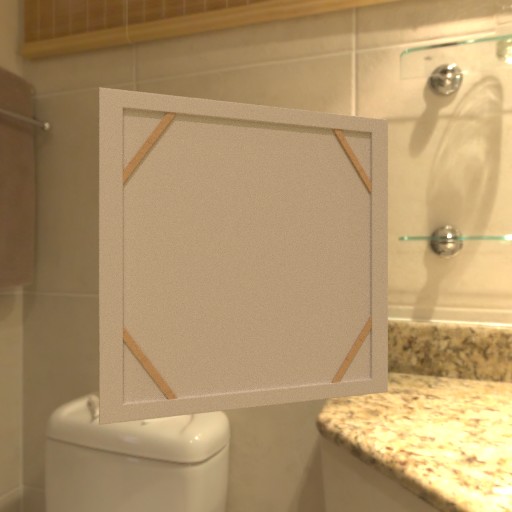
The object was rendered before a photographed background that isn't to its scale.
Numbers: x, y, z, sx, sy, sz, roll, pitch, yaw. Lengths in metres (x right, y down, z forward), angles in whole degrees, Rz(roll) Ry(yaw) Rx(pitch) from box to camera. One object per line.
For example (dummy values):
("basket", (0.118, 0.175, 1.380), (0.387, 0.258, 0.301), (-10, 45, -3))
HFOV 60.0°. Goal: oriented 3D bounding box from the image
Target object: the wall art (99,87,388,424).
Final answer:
("wall art", (0.000, 0.000, 0.914), (0.610, 0.610, 0.038), (0, 0, -18))
